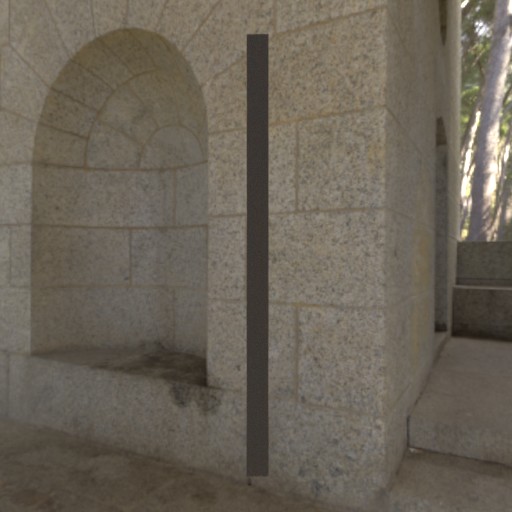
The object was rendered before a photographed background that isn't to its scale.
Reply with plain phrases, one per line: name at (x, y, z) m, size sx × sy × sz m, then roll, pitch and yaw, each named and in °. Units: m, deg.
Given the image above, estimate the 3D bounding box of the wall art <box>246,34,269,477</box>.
wall art at (0.000, 0.000, 1.143) m, size 0.038 × 0.762 × 0.762 m, roll 0°, pitch 0°, yaw 0°
